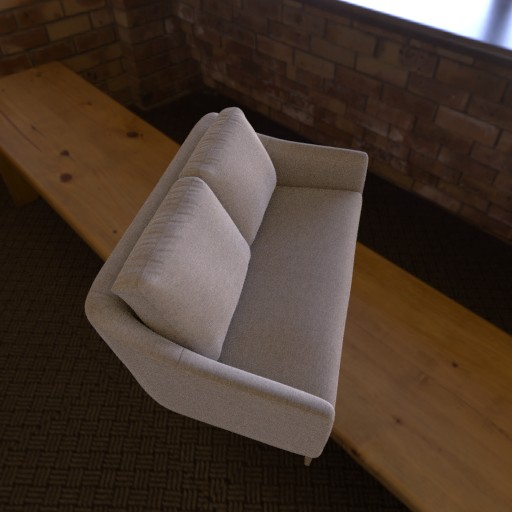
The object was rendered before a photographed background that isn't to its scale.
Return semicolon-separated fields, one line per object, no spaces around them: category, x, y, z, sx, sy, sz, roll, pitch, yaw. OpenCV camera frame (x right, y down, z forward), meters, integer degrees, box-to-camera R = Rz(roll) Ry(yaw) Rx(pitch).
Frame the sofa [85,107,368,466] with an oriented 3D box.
sofa;0.000;0.000;2.189;0.960;0.904;1.619;10;48;10
